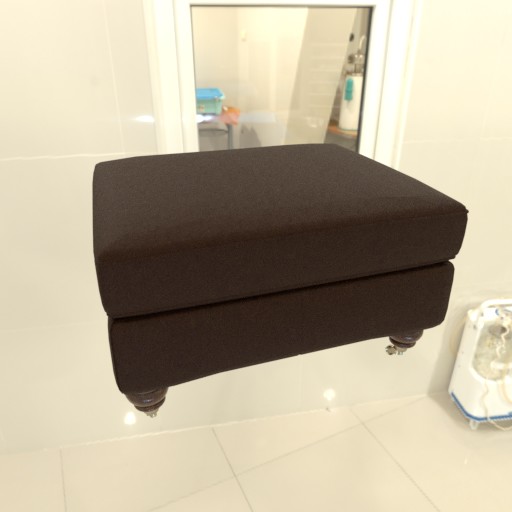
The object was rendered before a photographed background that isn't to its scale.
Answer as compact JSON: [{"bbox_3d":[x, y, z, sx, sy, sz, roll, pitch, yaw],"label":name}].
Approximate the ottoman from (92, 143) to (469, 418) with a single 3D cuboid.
[{"bbox_3d":[0.000,0.000,1.820,1.187,0.730,0.967,-9,28,-16],"label":"ottoman"}]
